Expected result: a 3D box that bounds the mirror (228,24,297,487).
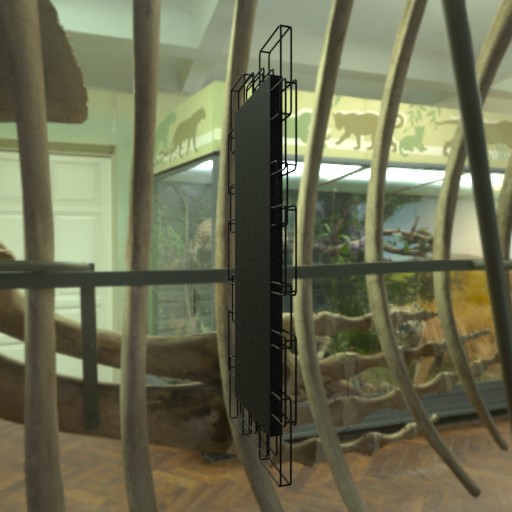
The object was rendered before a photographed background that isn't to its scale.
[{"bbox_3d":[0.000,0.000,1.372,0.037,1.192,0.565,0,0,-18],"label":"mirror"}]
